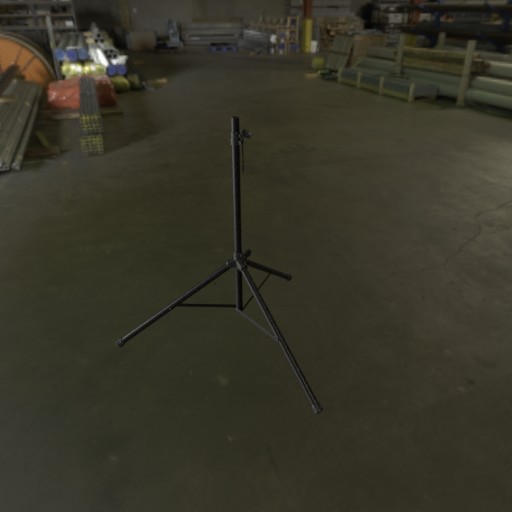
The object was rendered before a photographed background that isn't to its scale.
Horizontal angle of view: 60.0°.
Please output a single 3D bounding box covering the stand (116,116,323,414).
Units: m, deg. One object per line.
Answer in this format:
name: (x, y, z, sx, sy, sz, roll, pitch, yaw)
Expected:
stand: (0.000, 0.000, 2.742, 1.596, 1.595, 1.339, -18, 34, -29)
